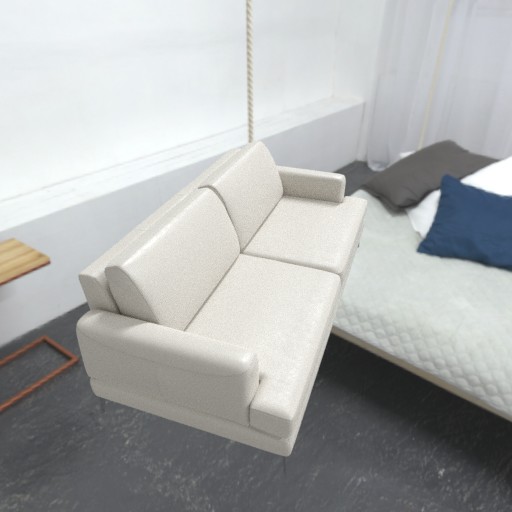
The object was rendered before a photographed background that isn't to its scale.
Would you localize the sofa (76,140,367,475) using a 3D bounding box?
[{"bbox_3d":[0.000,0.000,2.453,0.974,0.765,1.940,11,34,17],"label":"sofa"}]
